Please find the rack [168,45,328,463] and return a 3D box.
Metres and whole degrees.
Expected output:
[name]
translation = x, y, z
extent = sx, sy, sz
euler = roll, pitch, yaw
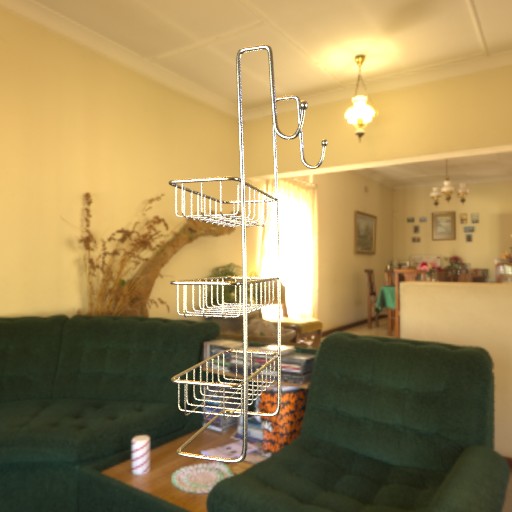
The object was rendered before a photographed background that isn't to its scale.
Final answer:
[rack]
translation = 0.000, 0.000, 0.705
extent = 0.202, 0.574, 0.228
euler = 0, -1, 17
